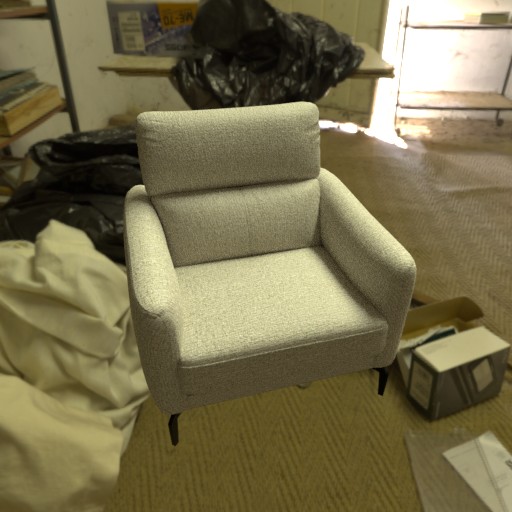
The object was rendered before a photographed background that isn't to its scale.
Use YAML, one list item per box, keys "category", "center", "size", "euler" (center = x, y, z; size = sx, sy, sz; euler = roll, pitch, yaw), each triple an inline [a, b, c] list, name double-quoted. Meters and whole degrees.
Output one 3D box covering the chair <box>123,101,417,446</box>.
- category: "chair"
  center: [0.000, 0.000, 1.719]
  size: [0.972, 0.967, 0.835]
  euler: [-9, 33, -13]
